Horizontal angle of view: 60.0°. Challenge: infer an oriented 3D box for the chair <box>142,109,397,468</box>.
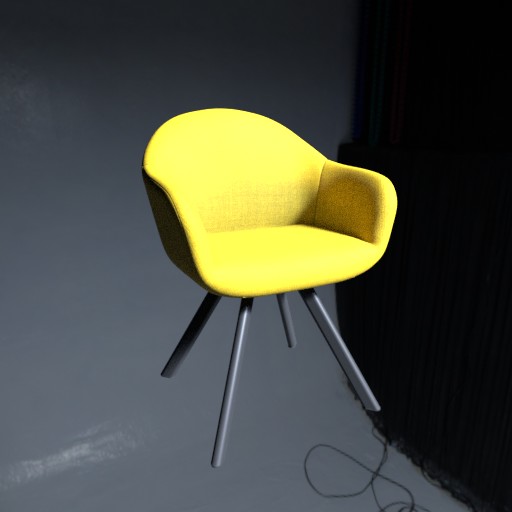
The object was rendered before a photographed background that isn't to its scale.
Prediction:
[{"bbox_3d":[0.000,0.000,1.231,0.590,0.795,0.550,-8,17,-26],"label":"chair"}]
